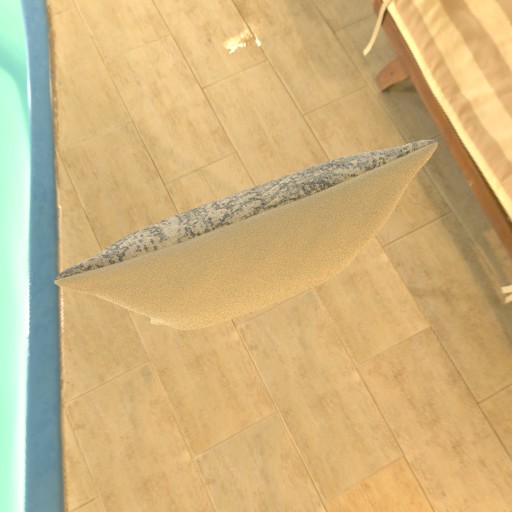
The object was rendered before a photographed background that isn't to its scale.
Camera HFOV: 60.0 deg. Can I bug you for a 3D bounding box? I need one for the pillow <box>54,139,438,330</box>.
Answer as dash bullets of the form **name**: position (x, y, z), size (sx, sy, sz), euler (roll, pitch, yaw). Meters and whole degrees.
- **pillow**: position (0.000, 0.000, 0.800), size (0.523, 0.510, 0.166), euler (-21, 76, -5)
